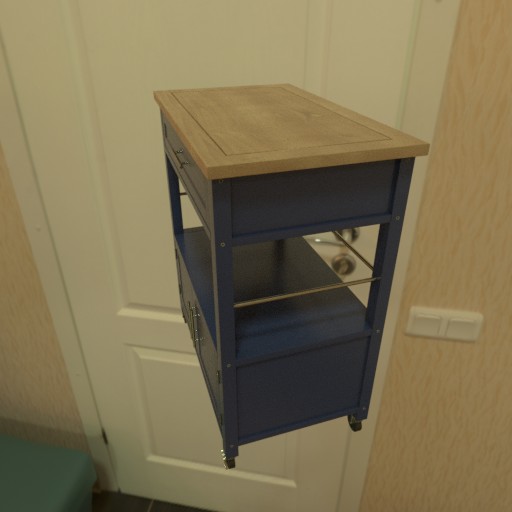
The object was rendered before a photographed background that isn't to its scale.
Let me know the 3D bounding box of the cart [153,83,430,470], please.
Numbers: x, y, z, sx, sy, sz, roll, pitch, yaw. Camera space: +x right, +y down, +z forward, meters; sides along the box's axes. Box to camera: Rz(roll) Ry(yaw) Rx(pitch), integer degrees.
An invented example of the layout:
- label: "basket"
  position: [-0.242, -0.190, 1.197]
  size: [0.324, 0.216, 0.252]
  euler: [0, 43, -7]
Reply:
- label: "cart"
  position: [0.000, 0.000, 1.396]
  size: [0.459, 0.901, 0.840]
  euler: [-9, 31, -16]
